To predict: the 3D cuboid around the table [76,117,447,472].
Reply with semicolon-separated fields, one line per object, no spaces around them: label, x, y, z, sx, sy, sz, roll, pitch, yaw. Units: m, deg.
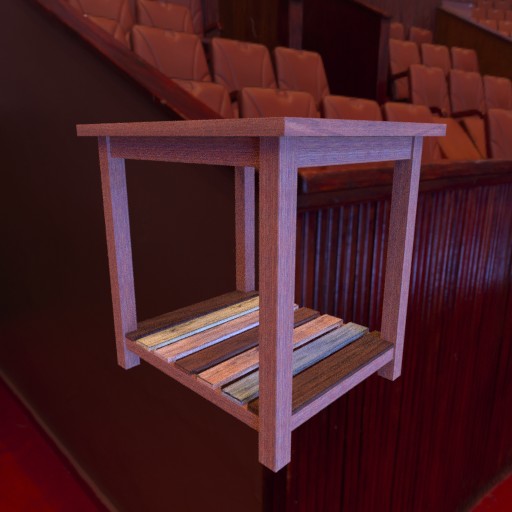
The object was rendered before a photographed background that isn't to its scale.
table;0.000;0.000;1.117;0.660;0.635;0.559;14;21;42
